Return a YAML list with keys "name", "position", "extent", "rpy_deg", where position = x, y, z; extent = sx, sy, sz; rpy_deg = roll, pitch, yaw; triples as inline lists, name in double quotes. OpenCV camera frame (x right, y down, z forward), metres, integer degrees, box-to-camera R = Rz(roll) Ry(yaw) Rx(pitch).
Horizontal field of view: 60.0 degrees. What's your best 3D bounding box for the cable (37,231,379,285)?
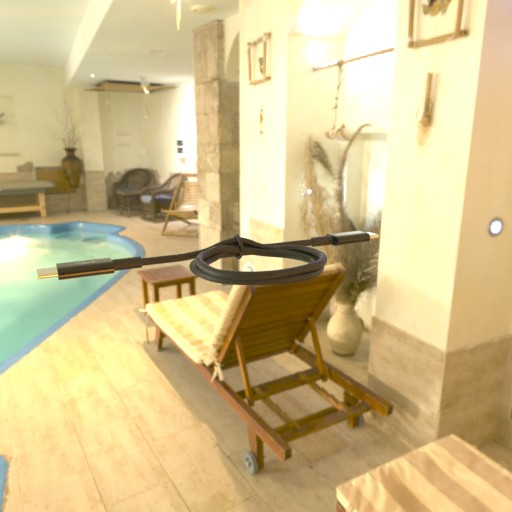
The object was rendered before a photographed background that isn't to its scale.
- name: "cable"
  position: [0.000, 0.000, 0.228]
  extent: [0.203, 0.014, 0.070]
  rpy_deg: [-7, 16, -26]
